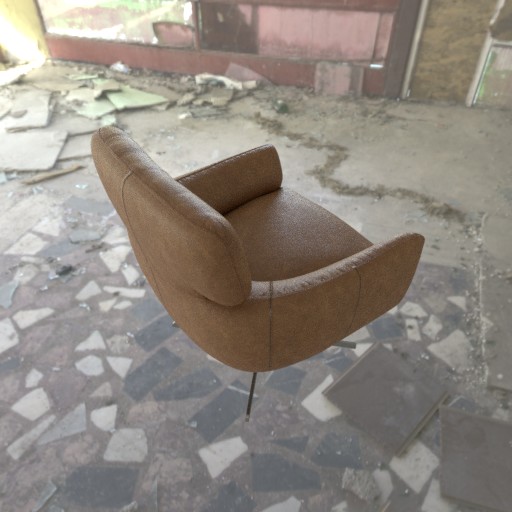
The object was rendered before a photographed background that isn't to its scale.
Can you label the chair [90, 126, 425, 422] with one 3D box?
[{"bbox_3d":[0.000,0.000,1.339,0.715,0.812,0.706,-26,47,-27],"label":"chair"}]
